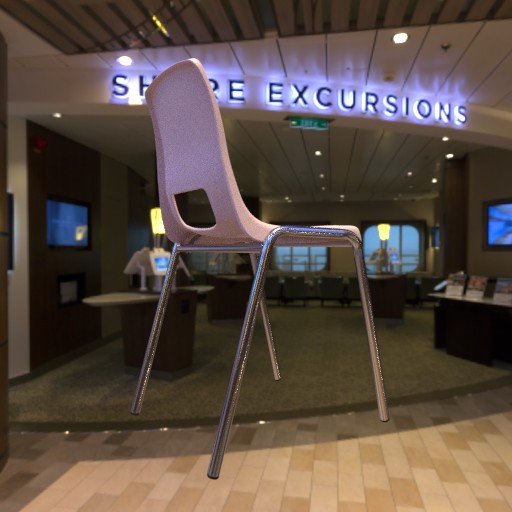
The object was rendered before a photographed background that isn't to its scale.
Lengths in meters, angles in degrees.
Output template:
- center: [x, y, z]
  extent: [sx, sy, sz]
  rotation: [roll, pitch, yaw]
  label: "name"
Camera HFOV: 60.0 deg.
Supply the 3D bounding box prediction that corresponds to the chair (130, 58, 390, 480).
- center: [0.000, 0.000, 0.961]
  extent: [0.436, 0.704, 0.381]
  rotation: [-1, 1, -36]
  label: "chair"
